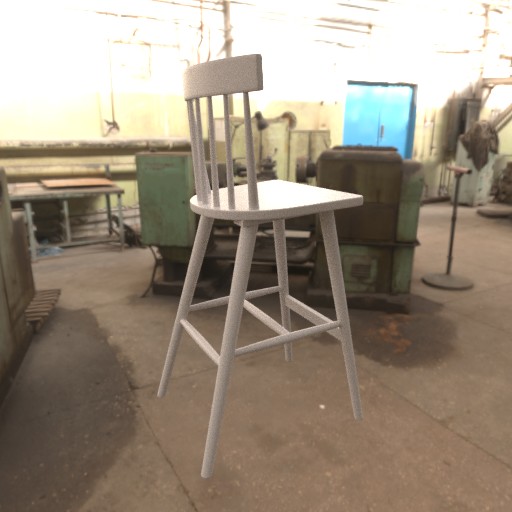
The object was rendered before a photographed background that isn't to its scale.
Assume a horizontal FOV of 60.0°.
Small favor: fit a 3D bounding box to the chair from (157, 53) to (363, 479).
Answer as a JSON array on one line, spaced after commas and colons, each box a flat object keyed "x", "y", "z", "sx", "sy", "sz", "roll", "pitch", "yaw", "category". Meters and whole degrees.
[{"x": 0.000, "y": 0.000, "z": 1.392, "sx": 0.572, "sy": 1.092, "sz": 0.483, "roll": -8, "pitch": 18, "yaw": -27, "category": "chair"}]
